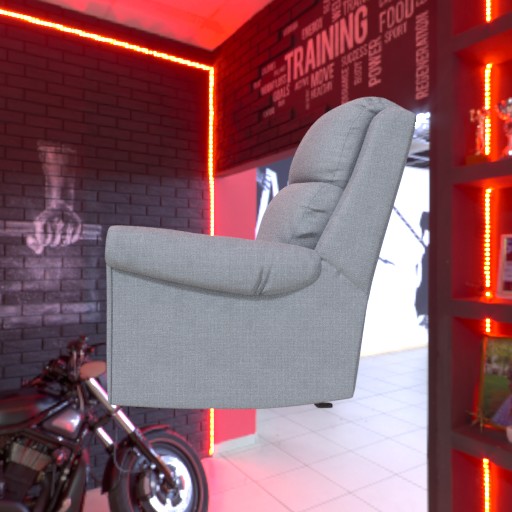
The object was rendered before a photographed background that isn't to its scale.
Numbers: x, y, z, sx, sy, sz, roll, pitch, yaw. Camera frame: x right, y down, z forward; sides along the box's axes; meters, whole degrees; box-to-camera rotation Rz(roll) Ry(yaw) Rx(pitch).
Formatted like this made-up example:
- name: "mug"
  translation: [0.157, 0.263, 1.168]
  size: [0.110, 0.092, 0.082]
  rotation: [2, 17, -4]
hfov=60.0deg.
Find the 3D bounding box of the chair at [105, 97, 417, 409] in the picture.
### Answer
- name: "chair"
  translation: [0.000, 0.000, 1.735]
  size: [1.014, 1.054, 0.838]
  rotation: [0, 0, 0]
